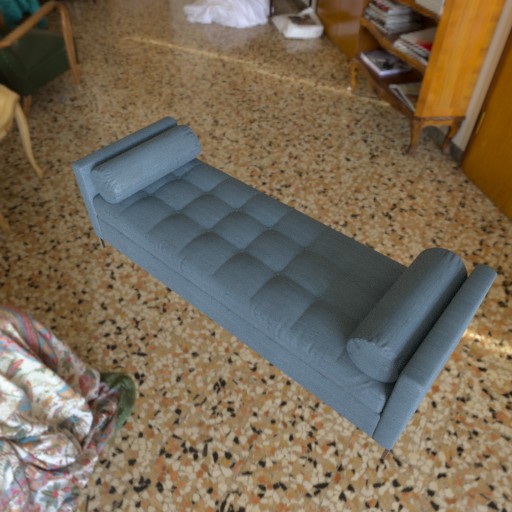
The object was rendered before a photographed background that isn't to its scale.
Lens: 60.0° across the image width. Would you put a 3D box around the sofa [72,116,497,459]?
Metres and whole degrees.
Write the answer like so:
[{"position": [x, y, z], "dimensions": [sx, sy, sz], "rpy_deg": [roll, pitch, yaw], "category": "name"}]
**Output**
[{"position": [0.000, 0.000, 2.255], "dimensions": [1.981, 0.635, 0.686], "rpy_deg": [31, 53, 27], "category": "sofa"}]
